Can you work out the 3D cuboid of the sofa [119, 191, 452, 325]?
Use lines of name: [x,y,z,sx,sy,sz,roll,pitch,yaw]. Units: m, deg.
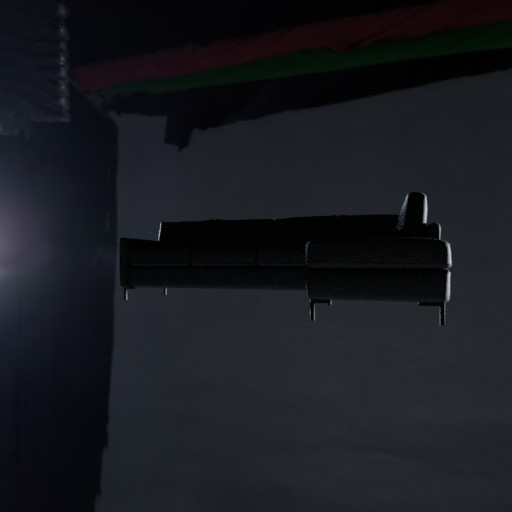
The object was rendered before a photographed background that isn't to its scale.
sofa: [0.000,0.000,3.892,2.972,0.858,1.984,0,-1,18]
